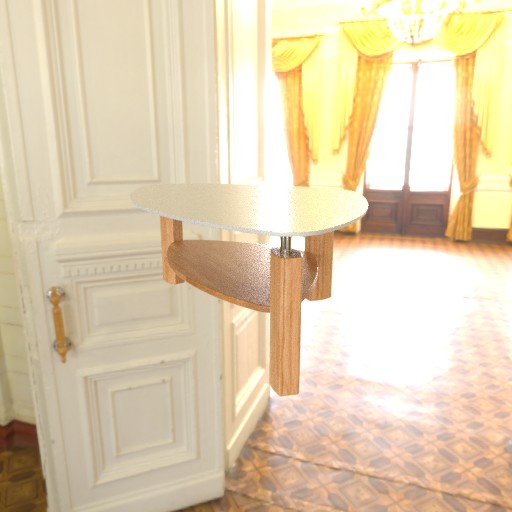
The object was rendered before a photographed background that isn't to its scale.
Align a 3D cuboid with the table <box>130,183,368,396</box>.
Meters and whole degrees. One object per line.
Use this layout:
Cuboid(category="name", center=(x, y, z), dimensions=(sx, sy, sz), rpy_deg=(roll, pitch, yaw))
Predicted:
Cuboid(category="table", center=(0.000, 0.000, 1.639), dimensions=(0.850, 0.440, 1.250), rpy_deg=(-7, 16, -26))
